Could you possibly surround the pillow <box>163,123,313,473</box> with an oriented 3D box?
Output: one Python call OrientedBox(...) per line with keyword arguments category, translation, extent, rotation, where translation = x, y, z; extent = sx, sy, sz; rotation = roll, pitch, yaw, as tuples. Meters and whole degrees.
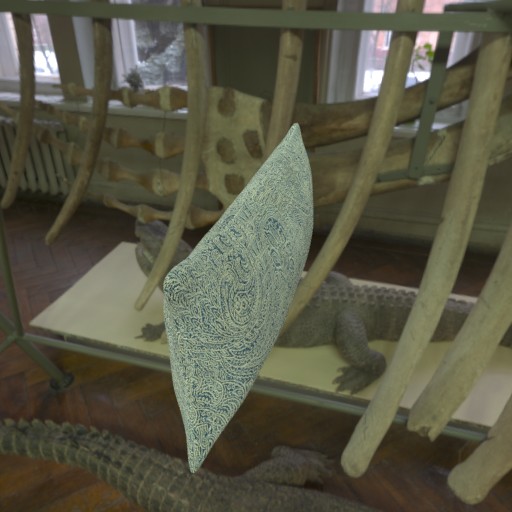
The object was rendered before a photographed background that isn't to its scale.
OrientedBox(category="pillow", translation=(0.000, 0.000, 0.735), extent=(0.151, 0.295, 0.615), rotation=(8, 32, 14))
